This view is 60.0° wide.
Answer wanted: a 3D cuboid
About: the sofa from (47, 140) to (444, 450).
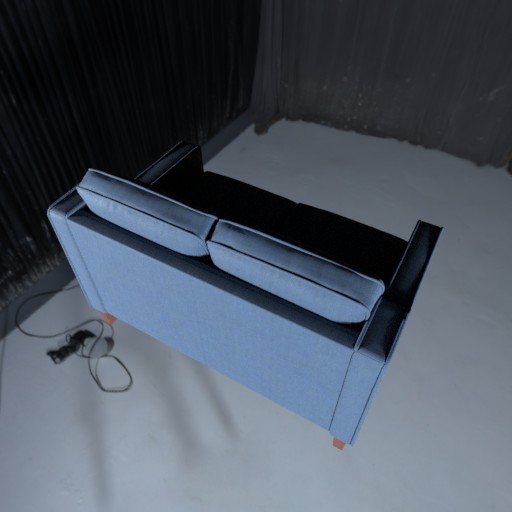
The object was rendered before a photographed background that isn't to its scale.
[{"bbox_3d":[0.000,0.000,2.163,1.501,0.971,0.987,23,51,20],"label":"sofa"}]
